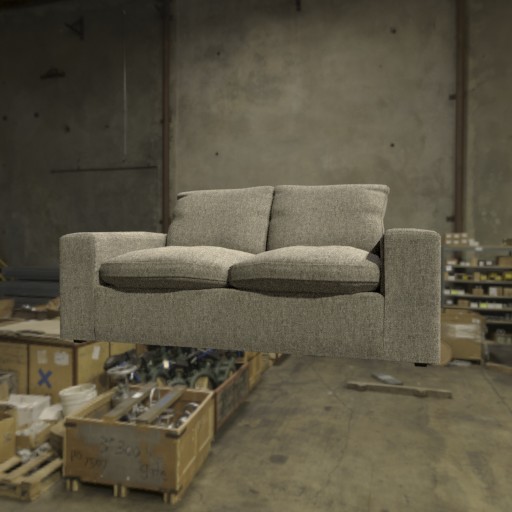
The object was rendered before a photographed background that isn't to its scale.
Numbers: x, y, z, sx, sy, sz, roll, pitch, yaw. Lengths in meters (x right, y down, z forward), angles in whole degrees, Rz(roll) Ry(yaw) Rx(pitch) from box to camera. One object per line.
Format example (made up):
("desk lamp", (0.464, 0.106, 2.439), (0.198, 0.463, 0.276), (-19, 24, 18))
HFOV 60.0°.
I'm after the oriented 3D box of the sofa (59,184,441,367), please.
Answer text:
("sofa", (0.000, 0.000, 2.404), (1.758, 0.877, 1.094), (0, 1, 16))
